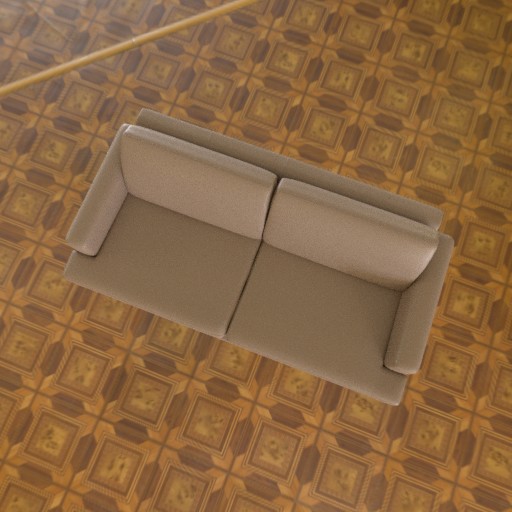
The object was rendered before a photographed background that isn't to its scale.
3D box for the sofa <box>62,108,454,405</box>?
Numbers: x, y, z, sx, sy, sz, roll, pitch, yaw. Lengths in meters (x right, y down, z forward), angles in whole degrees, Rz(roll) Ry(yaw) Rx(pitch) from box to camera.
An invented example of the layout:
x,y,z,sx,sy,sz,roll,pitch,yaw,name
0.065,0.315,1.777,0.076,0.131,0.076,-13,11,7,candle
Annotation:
x,y,z,sx,sy,sz,roll,pitch,yaw,name
0.000,0.000,2.434,1.940,0.765,0.974,20,77,5,sofa
